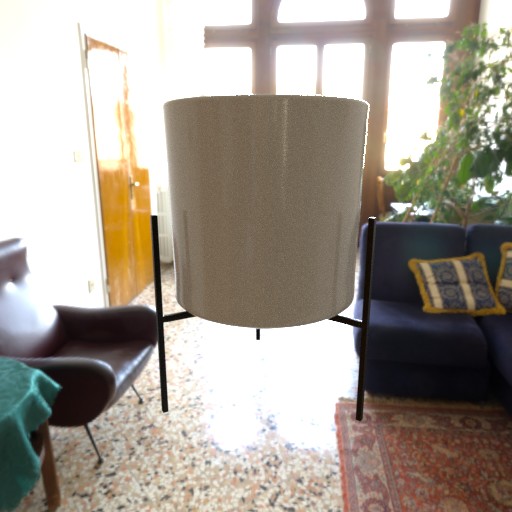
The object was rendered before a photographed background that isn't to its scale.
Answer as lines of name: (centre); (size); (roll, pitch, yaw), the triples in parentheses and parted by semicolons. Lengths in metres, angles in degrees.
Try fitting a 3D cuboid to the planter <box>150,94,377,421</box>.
planter: (0.000, 0.000, 0.660); (0.308, 0.431, 0.307); (-8, 16, -27)
